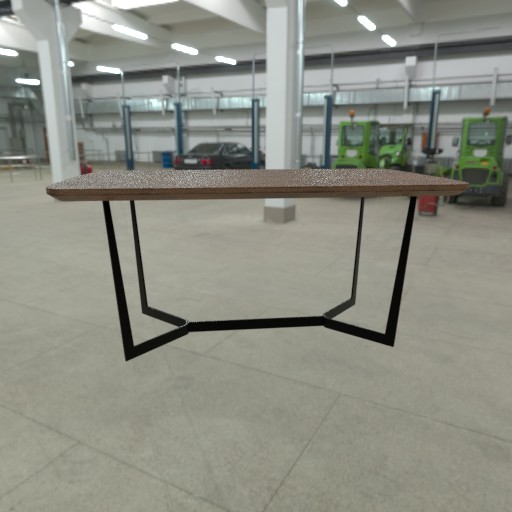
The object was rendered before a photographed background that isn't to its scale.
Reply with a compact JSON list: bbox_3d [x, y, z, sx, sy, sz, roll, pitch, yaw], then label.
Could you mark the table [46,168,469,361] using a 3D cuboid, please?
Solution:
[{"bbox_3d":[0.000,0.000,2.154,1.643,0.765,0.949,-2,15,-6],"label":"table"}]
